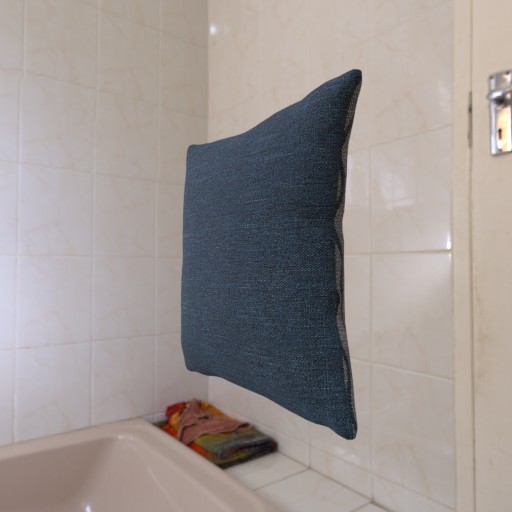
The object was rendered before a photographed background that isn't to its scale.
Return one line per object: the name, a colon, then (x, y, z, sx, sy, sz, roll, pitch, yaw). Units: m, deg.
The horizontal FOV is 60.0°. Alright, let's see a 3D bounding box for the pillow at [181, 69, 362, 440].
pillow: (0.000, 0.000, 0.687, 0.159, 0.435, 0.435, 1, -2, -36)
